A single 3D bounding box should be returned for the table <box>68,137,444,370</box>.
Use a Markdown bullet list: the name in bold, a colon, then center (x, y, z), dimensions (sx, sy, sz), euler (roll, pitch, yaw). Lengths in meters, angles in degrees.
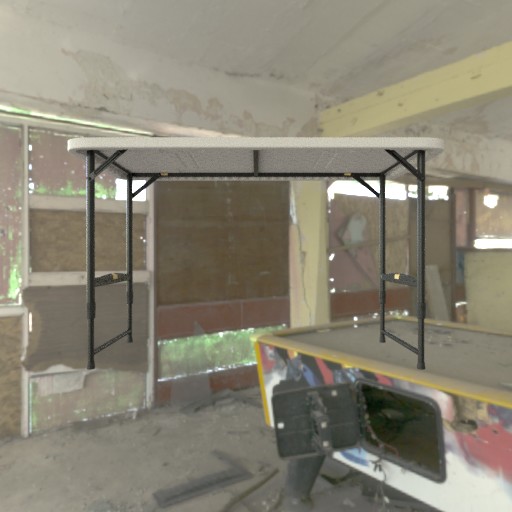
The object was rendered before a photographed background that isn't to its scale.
- **table**: center (0.000, 0.000, 1.671), dimensions (1.219, 0.737, 0.610), euler (0, 0, 0)
